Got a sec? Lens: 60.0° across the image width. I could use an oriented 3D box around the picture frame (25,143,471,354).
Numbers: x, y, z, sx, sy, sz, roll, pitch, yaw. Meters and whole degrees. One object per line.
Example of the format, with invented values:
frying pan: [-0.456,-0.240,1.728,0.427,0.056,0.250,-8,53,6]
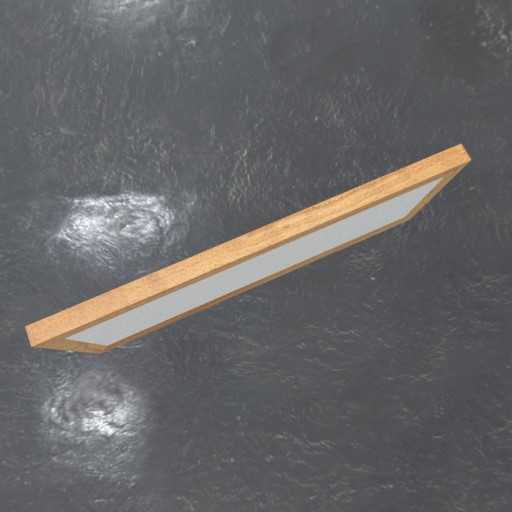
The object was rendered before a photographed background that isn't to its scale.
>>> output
picture frame: [0.000,0.000,0.656,0.582,0.234,0.045,-23,77,-6]
